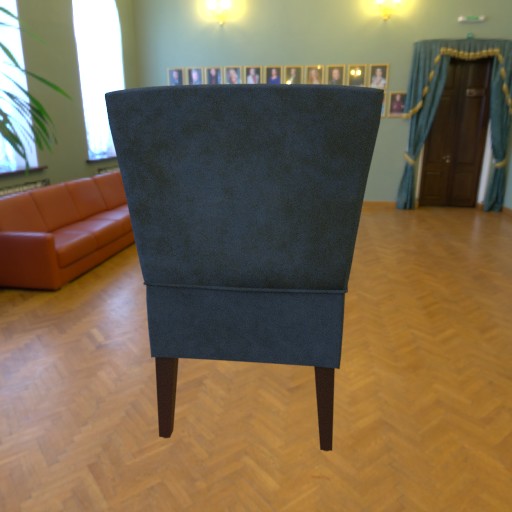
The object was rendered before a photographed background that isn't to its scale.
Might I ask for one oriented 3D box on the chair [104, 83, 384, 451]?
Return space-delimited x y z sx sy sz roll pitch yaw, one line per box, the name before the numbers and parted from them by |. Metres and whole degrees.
chair | 0.000 0.000 1.164 0.521 0.806 0.551 2 16 7
